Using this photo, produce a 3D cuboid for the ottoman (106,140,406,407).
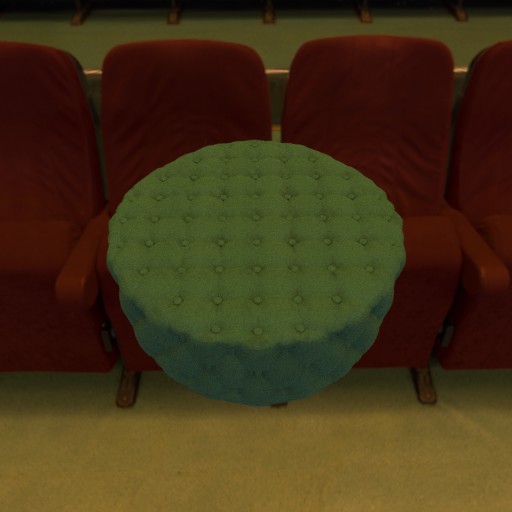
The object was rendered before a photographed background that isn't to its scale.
[{"bbox_3d":[0.000,0.000,1.604,0.998,0.399,0.998,0,46,0],"label":"ottoman"}]
